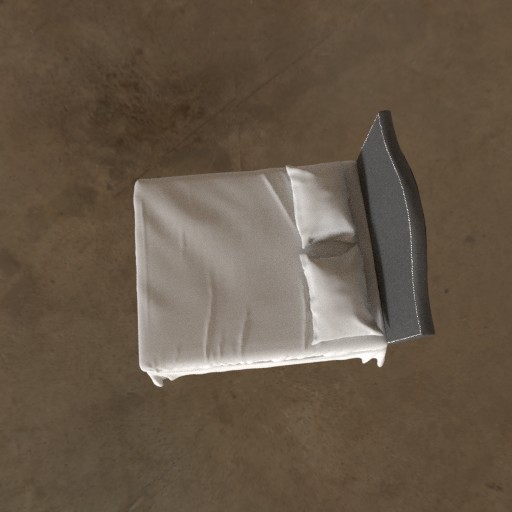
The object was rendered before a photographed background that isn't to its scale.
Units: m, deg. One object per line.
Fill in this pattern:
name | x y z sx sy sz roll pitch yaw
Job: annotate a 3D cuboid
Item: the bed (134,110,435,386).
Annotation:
bed | 0.000 0.000 3.499 2.221 1.645 1.876 -5 75 -1
